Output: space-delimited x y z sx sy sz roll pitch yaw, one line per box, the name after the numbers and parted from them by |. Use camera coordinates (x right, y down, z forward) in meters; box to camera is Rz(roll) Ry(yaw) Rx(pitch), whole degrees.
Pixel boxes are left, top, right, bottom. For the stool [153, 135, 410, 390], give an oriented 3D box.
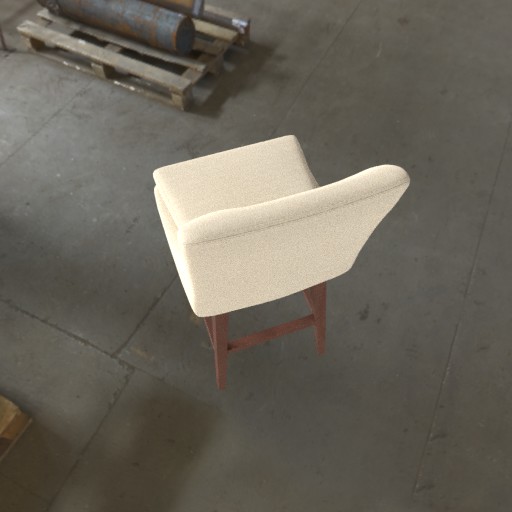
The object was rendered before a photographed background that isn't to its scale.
0.000 0.000 1.354 0.483 1.093 0.559 -17 59 -10 | stool
